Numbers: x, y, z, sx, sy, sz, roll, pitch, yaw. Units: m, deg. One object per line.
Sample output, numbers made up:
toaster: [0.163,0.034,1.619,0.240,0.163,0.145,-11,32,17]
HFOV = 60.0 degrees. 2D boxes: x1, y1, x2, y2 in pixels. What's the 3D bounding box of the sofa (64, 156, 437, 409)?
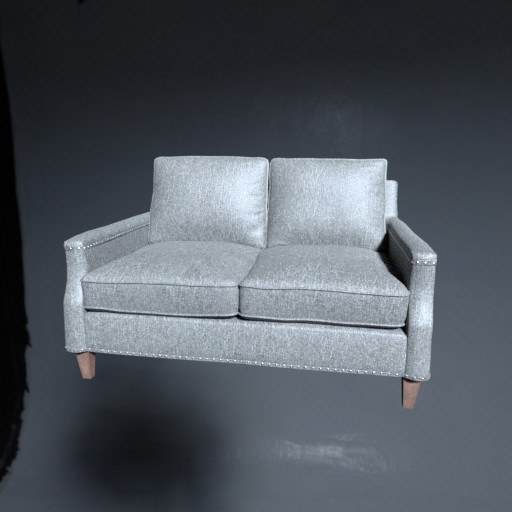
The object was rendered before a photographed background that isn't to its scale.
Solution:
sofa: [0.000,0.000,2.303,1.597,1.003,1.084,2,14,10]
